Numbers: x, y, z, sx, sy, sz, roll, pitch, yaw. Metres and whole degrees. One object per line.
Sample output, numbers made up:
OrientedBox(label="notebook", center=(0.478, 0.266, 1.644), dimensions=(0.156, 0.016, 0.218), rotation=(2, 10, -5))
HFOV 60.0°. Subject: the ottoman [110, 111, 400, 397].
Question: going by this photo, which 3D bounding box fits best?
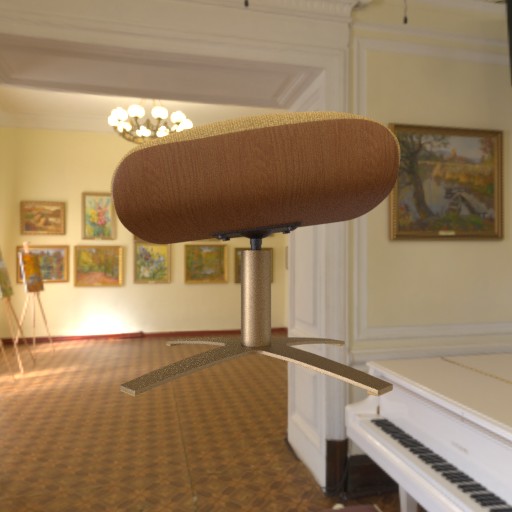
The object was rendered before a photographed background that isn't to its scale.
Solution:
OrientedBox(label="ottoman", center=(0.000, 0.000, 0.809), dimensions=(0.394, 0.391, 0.520), rotation=(0, 0, 0))
